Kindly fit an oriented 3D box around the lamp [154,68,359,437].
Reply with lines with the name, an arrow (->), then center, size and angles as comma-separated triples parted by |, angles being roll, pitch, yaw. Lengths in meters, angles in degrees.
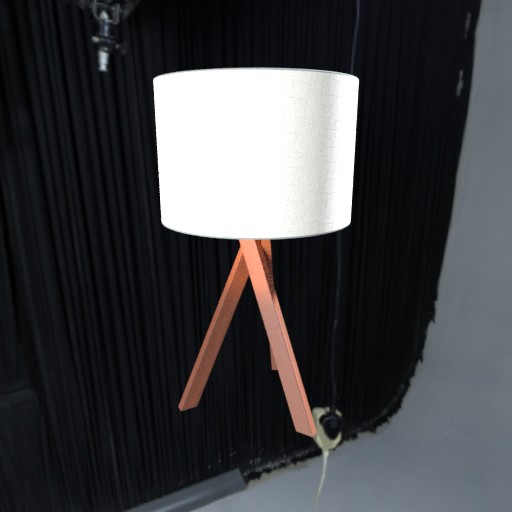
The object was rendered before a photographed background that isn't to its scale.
lamp -> 0.000, 0.000, 0.933 | 0.380, 0.686, 0.380 | -8, 17, -26
